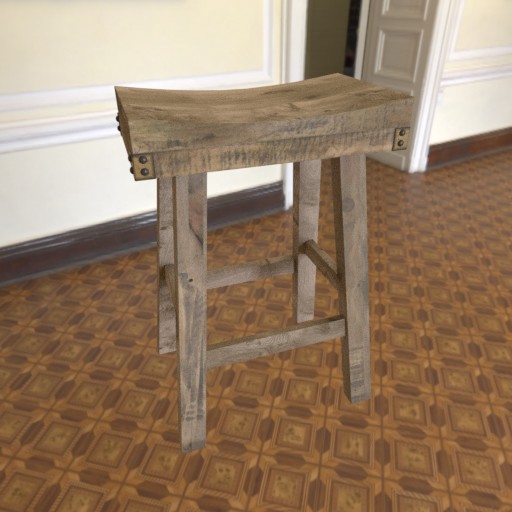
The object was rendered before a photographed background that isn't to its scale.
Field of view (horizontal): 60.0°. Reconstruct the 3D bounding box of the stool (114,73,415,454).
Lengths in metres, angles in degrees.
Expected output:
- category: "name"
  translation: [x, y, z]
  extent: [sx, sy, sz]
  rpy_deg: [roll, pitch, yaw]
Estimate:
- category: "stool"
  translation: [0.000, 0.000, 0.896]
  extent: [0.450, 0.635, 0.330]
  rpy_deg: [-10, 32, -16]
